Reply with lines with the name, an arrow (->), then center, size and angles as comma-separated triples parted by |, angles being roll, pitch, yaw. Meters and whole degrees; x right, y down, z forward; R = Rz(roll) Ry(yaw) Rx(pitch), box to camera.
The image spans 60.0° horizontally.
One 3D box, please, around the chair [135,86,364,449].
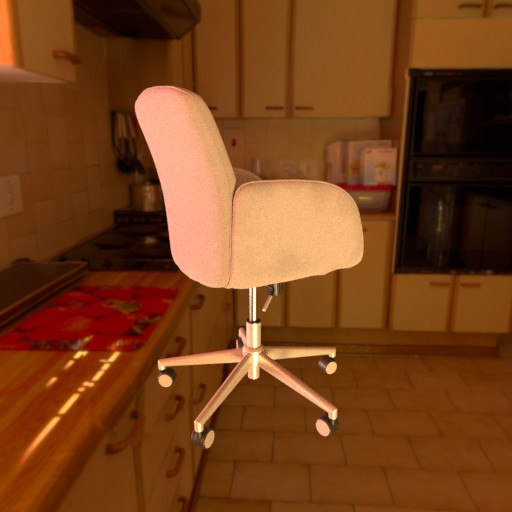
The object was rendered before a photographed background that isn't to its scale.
chair -> 0.000, 0.000, 1.395 | 0.654, 0.959, 0.648 | -7, 16, -26
